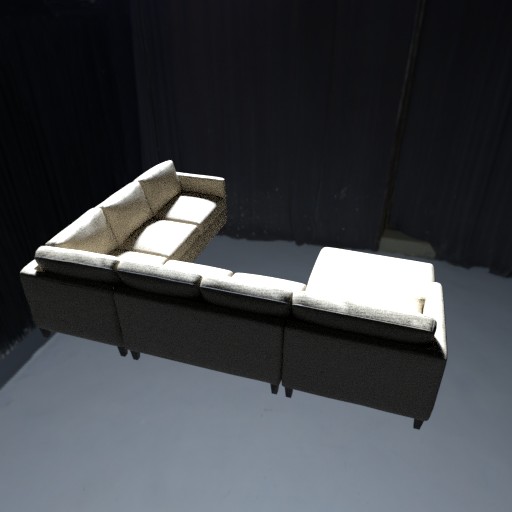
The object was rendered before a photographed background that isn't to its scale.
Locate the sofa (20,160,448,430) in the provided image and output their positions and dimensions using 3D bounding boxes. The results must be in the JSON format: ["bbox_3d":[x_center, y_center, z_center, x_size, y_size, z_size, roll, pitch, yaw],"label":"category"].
[{"bbox_3d":[0.000,0.000,4.475,3.460,0.959,2.593,9,33,15],"label":"sofa"}]
